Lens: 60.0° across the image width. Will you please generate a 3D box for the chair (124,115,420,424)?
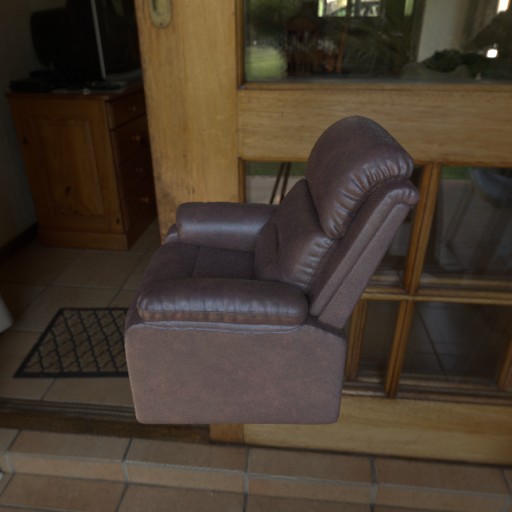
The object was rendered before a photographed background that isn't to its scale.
[{"bbox_3d":[0.000,0.000,1.681,0.919,0.992,0.855,0,27,0],"label":"chair"}]
